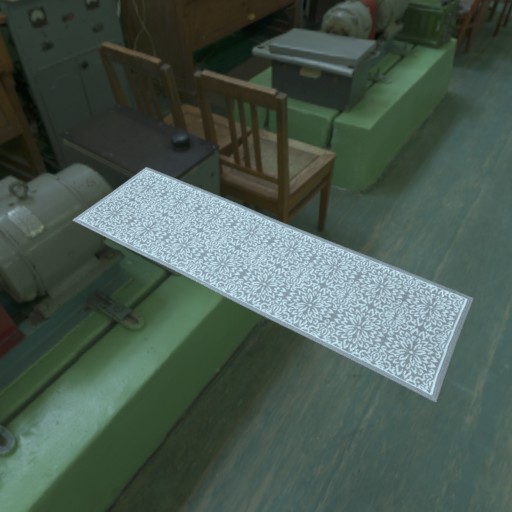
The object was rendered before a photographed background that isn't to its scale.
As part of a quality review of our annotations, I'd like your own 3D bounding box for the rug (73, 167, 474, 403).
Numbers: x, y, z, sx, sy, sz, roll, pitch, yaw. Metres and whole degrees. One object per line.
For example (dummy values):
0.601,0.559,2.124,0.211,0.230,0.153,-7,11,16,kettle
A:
0.000,0.000,2.458,2.196,0.011,0.662,24,50,22,rug
